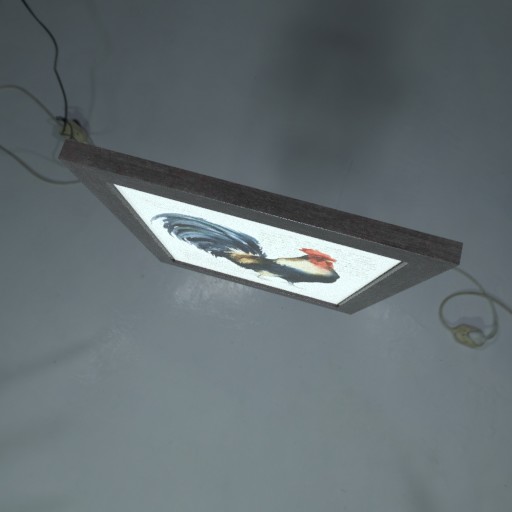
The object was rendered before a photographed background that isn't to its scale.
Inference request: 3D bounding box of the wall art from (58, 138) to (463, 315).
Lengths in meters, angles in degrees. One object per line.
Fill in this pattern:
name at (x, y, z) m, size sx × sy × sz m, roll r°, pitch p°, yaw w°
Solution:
wall art at (0.000, 0.000, 0.795) m, size 0.479 × 0.580 × 0.027 m, roll 15°, pitch 78°, yaw 3°
